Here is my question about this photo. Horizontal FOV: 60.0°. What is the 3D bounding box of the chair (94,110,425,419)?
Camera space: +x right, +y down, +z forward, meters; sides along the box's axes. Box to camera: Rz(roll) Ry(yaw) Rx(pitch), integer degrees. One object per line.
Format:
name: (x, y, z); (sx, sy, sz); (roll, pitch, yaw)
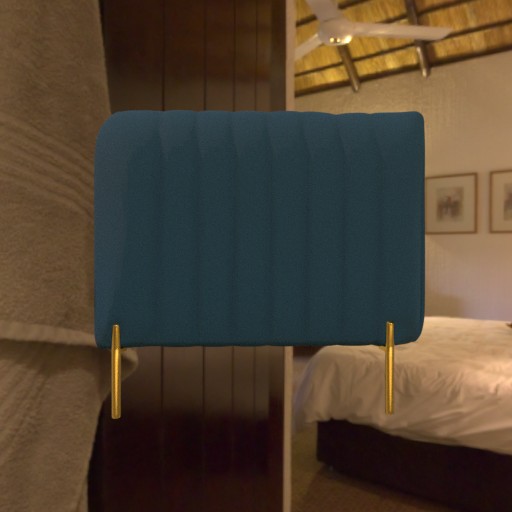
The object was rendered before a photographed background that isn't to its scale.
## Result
chair: (0.000, 0.000, 1.562); (0.877, 0.793, 0.947); (0, 0, -2)
